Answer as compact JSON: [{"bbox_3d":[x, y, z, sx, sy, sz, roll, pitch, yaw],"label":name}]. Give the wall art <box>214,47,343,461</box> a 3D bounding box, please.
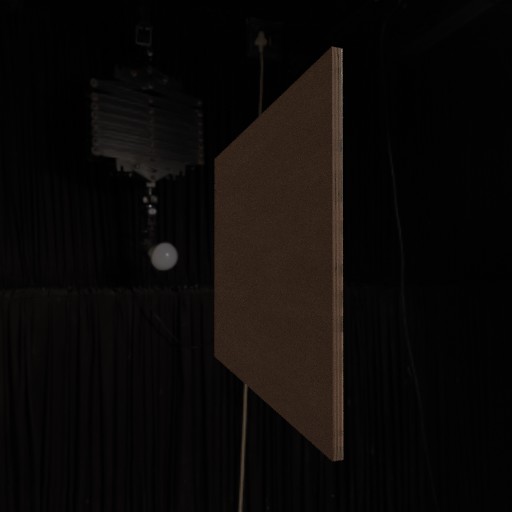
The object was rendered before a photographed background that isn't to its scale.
[{"bbox_3d":[0.000,0.000,0.679,0.012,0.408,0.508,0,-1,-18],"label":"wall art"}]
